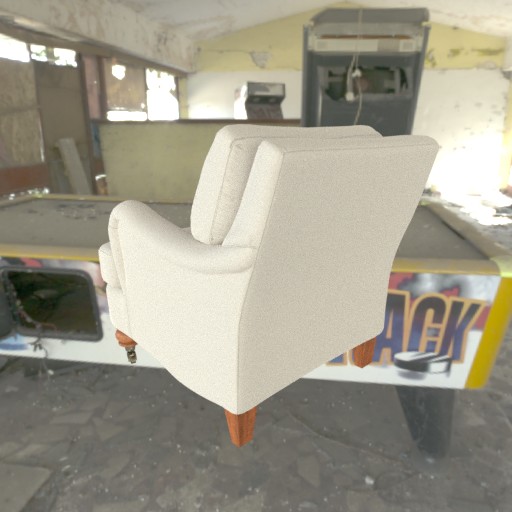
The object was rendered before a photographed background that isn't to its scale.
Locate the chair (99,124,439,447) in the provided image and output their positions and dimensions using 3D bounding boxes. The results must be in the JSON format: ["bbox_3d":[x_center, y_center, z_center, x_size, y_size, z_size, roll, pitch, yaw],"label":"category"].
[{"bbox_3d":[0.000,0.000,1.834,0.955,1.038,1.070,-15,22,-42],"label":"chair"}]
